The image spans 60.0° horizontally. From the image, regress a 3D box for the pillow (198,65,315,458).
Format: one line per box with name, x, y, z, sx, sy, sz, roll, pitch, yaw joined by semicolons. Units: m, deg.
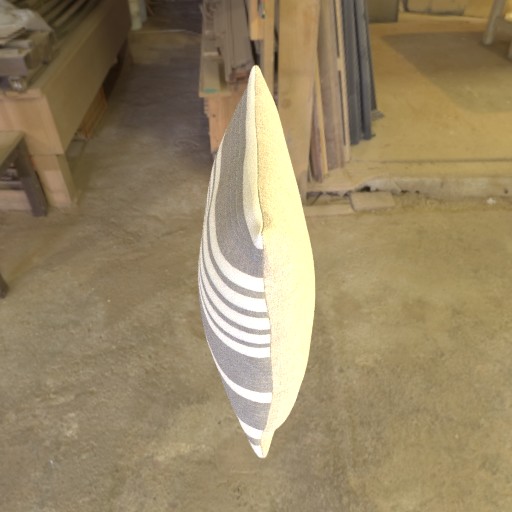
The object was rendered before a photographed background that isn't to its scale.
pillow;0.000;0.000;0.687;0.182;0.440;0.439;0;41;0
